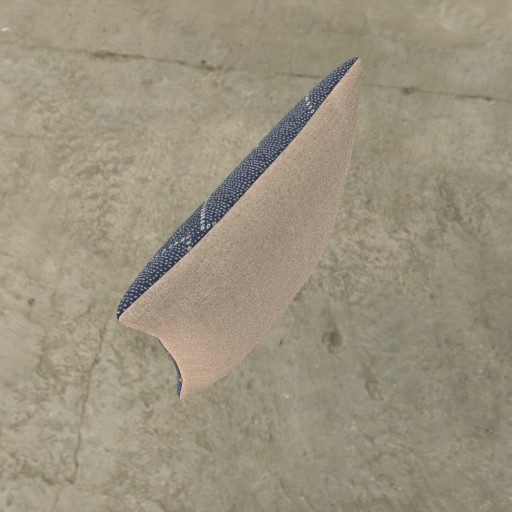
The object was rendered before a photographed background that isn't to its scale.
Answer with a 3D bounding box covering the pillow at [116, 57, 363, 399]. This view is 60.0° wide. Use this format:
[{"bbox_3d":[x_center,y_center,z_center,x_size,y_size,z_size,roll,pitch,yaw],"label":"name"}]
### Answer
[{"bbox_3d":[0.000,0.000,0.668,0.148,0.428,0.435,33,68,16],"label":"pillow"}]
